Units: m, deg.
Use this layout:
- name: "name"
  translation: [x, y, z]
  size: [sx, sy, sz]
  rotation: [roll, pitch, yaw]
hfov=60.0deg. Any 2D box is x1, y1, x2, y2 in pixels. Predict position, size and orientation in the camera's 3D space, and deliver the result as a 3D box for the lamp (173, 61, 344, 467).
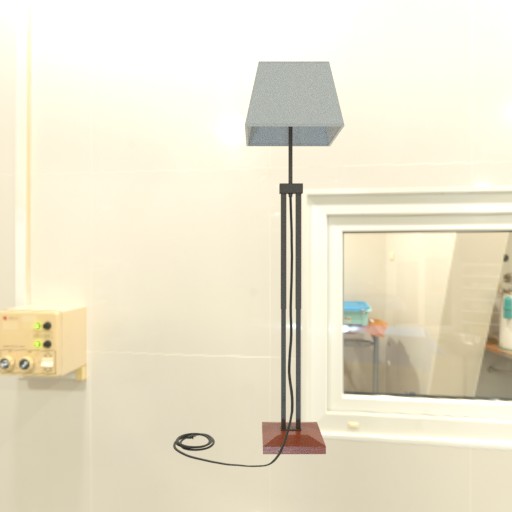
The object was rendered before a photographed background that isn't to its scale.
- name: "lamp"
  translation: [0.000, 0.000, 1.993]
  size: [0.745, 1.712, 0.472]
  rotation: [0, 0, 0]
